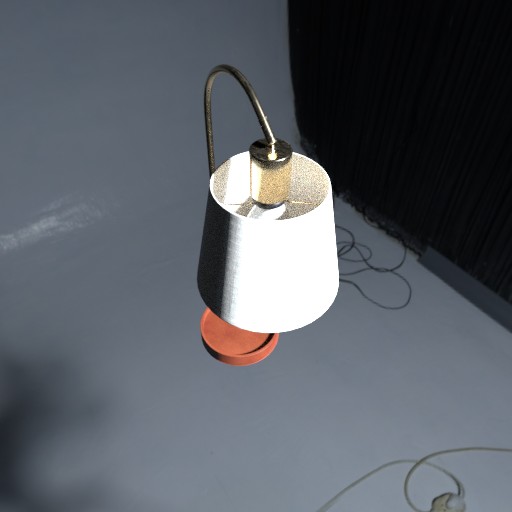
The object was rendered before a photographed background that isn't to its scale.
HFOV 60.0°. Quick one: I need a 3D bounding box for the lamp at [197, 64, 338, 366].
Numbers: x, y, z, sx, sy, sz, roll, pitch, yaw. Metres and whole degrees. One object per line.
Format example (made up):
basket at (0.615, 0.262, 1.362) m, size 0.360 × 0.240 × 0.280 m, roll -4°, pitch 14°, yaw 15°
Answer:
lamp at (0.000, 0.000, 0.673) m, size 0.211 × 0.536 × 0.273 m, roll -25°, pitch 51°, yaw -23°
